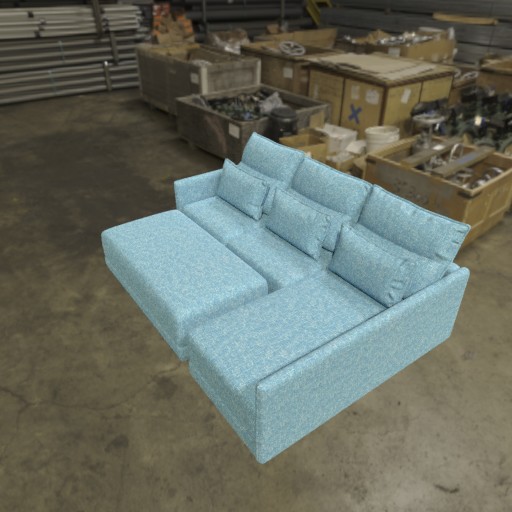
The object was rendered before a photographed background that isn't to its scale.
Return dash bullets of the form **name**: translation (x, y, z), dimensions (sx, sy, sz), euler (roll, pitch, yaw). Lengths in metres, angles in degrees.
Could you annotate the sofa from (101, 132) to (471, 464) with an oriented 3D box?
- **sofa**: translation (0.000, 0.000, 2.834), dimensions (1.420, 0.899, 2.034), euler (-21, 39, -29)
